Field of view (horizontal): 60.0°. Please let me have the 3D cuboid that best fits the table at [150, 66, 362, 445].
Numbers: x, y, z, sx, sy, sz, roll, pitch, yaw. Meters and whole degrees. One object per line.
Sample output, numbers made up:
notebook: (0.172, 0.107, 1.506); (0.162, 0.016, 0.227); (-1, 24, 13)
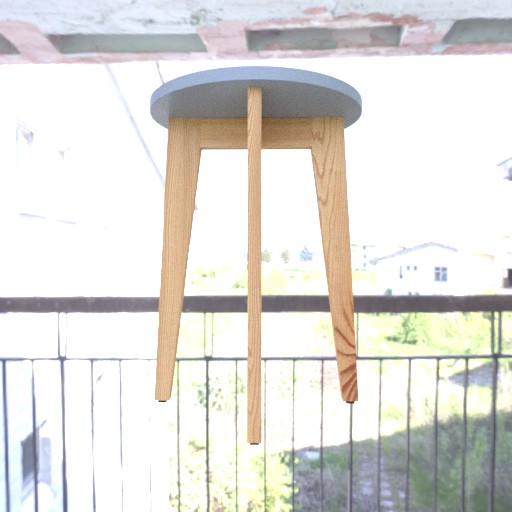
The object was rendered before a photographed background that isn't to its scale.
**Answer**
table: (0.000, 0.000, 0.755); (0.350, 0.500, 0.350); (0, 1, 0)
